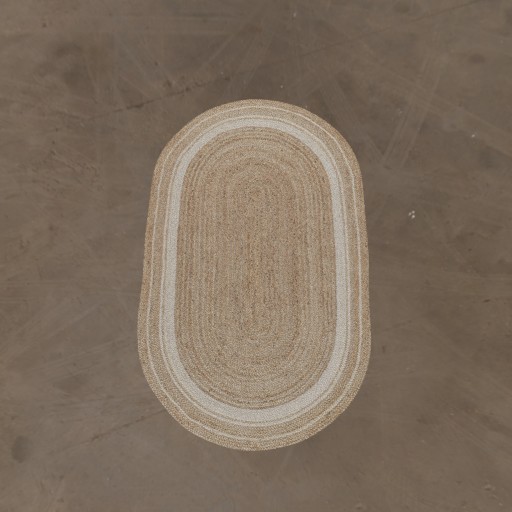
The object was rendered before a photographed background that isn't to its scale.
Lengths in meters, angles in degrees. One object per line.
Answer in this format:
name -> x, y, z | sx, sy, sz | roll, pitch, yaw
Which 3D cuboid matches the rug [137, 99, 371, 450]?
rug -> 0.000, 0.000, 2.996 | 1.520, 0.006, 2.432 | 1, 75, 0
